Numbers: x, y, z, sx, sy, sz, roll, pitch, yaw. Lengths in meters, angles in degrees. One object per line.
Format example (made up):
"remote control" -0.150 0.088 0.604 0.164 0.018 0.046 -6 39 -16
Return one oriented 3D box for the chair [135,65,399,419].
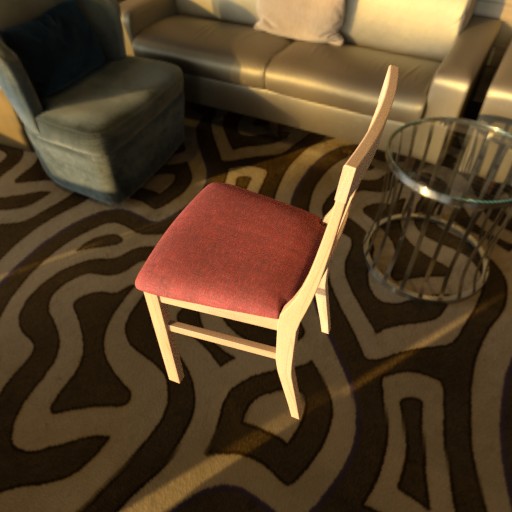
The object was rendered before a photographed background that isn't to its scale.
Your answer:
"chair" 0.000 0.000 1.151 0.492 0.912 0.439 16 49 15
